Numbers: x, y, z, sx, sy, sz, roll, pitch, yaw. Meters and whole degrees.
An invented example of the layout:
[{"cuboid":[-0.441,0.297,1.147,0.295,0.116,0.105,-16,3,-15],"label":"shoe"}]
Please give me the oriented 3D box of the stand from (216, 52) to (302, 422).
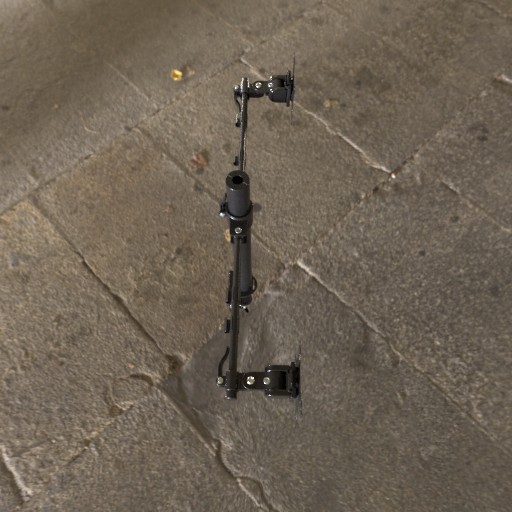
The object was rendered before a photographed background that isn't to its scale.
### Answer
[{"cuboid":[0.000,0.000,1.025,0.150,0.603,0.743,1,65,1],"label":"stand"}]
